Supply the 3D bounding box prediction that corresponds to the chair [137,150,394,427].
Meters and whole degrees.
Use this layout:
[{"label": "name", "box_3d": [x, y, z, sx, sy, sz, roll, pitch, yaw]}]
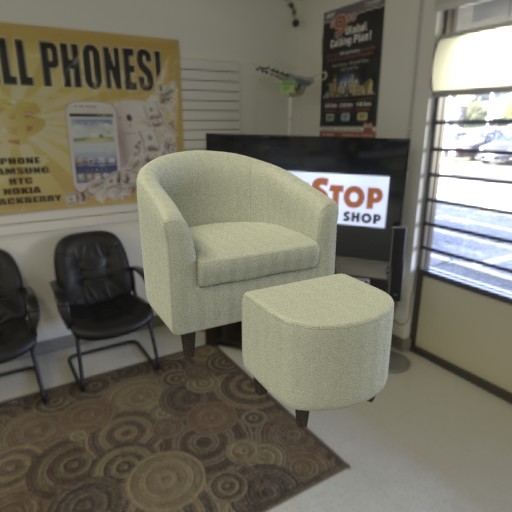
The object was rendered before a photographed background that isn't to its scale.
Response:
[{"label": "chair", "box_3d": [0.000, 0.000, 1.766, 0.756, 0.757, 1.288, -9, 19, -27]}]
